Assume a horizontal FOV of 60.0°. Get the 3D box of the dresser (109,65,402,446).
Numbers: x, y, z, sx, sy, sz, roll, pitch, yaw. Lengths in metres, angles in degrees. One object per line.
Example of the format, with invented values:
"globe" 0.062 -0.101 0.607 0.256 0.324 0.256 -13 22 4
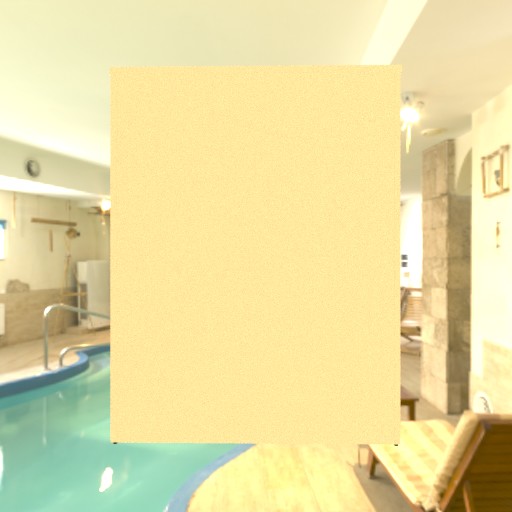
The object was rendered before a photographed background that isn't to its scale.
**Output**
"dresser" 0.000 0.000 1.402 0.800 1.040 0.380 0 0 1
